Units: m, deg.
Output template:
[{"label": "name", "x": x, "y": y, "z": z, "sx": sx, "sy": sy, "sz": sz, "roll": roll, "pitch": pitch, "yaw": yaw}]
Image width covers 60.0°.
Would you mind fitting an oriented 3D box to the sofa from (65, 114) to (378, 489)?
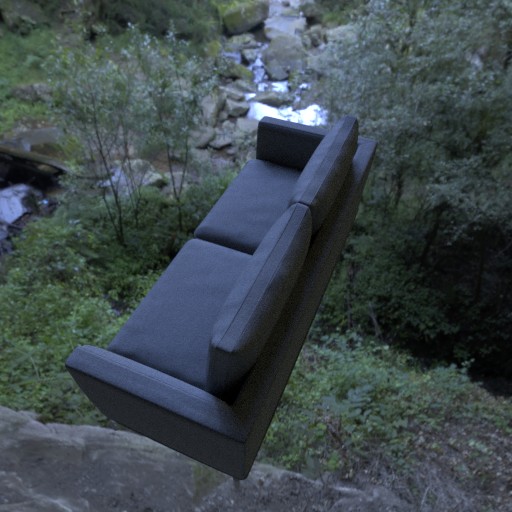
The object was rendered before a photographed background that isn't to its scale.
[{"label": "sofa", "x": 0.000, "y": 0.000, "z": 2.614, "sx": 0.869, "sy": 1.002, "sz": 2.212, "roll": 18, "pitch": 50, "yaw": 16}]
